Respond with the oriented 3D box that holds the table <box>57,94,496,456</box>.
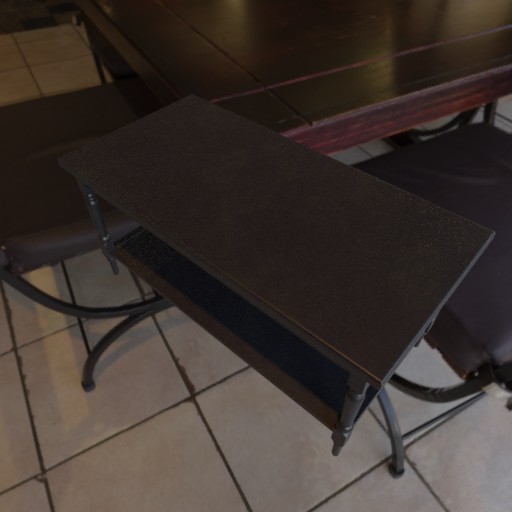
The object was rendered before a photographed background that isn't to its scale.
[{"bbox_3d":[0.000,0.000,1.394,1.107,0.510,0.550,33,54,27],"label":"table"}]
